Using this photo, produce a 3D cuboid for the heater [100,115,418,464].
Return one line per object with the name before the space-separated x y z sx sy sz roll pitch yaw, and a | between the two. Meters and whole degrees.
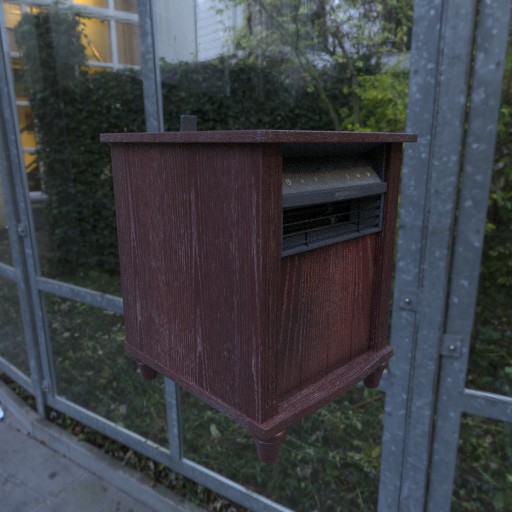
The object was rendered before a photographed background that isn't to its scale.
heater | 0.000 0.000 0.773 0.362 0.481 0.400 -14 20 -43
